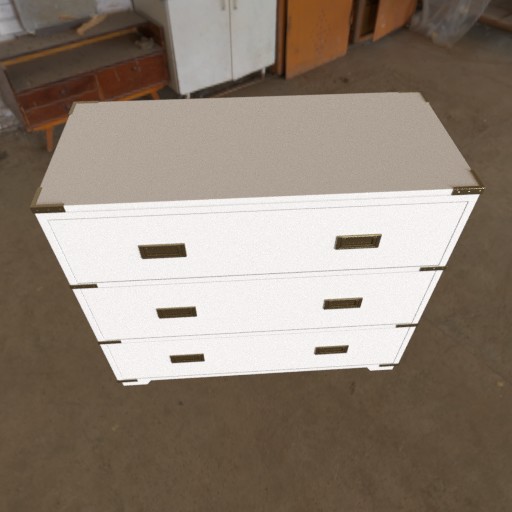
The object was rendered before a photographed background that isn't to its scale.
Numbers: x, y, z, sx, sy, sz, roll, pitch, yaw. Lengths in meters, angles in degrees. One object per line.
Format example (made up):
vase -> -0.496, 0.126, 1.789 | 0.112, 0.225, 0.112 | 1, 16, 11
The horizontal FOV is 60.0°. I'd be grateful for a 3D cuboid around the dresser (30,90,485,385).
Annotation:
dresser -> 0.000, 0.000, 1.475 | 1.022, 0.891, 0.460 | -3, 48, -3
